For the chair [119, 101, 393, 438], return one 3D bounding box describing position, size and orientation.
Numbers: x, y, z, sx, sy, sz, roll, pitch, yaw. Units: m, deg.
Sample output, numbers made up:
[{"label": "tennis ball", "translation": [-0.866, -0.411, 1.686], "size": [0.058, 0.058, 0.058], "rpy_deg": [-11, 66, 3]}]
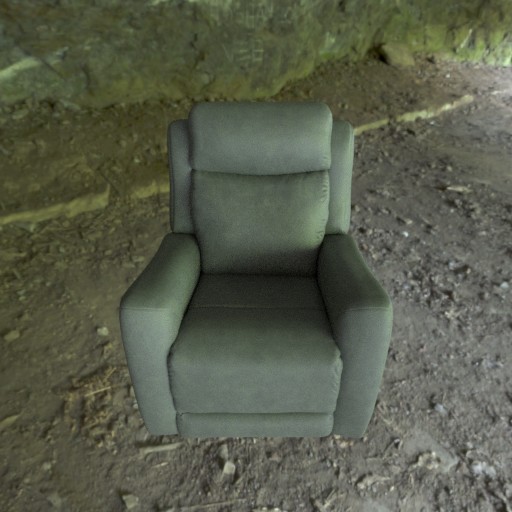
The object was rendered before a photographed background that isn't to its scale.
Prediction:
[{"label": "chair", "translation": [0.000, 0.000, 1.924], "size": [0.967, 1.116, 1.068], "rpy_deg": [1, 31, 1]}]
